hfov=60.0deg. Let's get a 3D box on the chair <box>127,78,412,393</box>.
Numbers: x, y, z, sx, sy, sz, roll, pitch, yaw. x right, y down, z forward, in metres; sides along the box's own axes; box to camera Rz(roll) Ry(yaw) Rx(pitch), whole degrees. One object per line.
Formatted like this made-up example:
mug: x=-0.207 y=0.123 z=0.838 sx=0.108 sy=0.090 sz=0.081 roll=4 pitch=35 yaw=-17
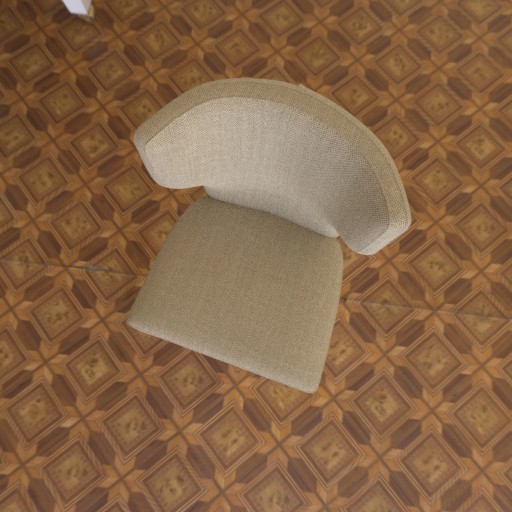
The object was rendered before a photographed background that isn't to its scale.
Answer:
chair: x=0.000 y=0.000 z=1.273 sx=0.611 sy=0.824 sz=0.617 roll=19 pitch=77 yaw=5
